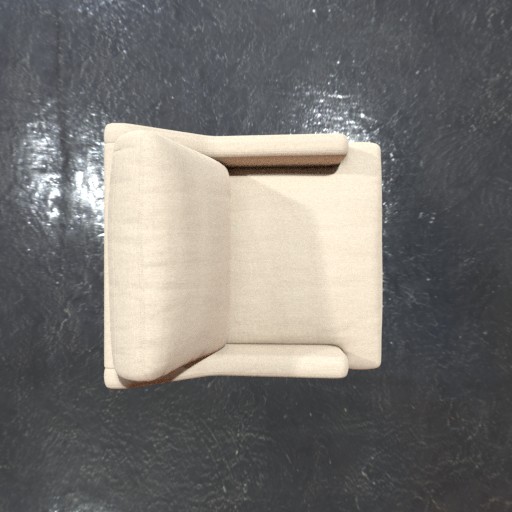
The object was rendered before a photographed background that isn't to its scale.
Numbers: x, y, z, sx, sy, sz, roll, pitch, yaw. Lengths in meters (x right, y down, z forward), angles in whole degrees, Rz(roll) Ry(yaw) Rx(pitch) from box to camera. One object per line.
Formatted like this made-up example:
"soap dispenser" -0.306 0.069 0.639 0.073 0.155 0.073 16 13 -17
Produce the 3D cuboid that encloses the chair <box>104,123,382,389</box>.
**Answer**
"chair" 0.000 0.000 1.704 1.001 0.916 0.912 0 90 1
